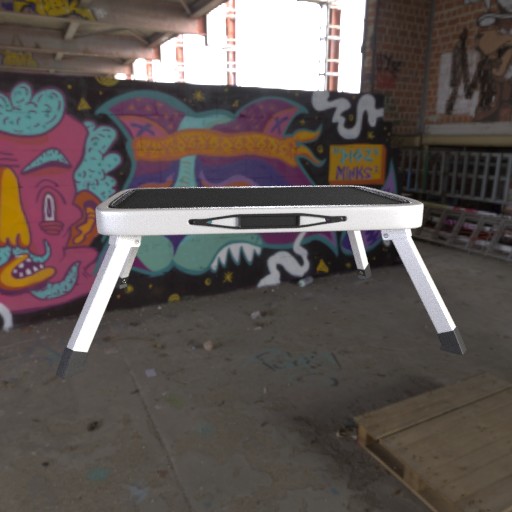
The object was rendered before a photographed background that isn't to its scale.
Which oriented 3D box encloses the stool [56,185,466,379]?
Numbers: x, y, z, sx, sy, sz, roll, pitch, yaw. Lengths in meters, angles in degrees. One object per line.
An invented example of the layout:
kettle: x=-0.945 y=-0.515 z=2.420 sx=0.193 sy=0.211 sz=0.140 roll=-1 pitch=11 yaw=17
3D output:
stool: x=0.000 y=0.000 z=0.615 sx=0.460 sy=0.170 sz=0.320 roll=-2 pitch=15 yaw=-7
